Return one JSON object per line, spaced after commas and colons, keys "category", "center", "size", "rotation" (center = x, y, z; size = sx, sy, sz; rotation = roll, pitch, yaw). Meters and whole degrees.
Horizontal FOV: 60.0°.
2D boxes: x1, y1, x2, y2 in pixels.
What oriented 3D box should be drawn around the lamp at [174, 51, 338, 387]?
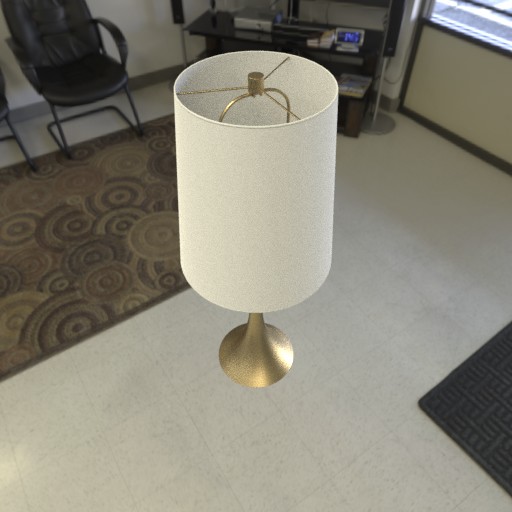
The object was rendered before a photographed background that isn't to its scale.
{"category": "lamp", "center": [0.000, 0.000, 0.687], "size": [0.231, 0.569, 0.231], "rotation": [0, 46, 0]}
